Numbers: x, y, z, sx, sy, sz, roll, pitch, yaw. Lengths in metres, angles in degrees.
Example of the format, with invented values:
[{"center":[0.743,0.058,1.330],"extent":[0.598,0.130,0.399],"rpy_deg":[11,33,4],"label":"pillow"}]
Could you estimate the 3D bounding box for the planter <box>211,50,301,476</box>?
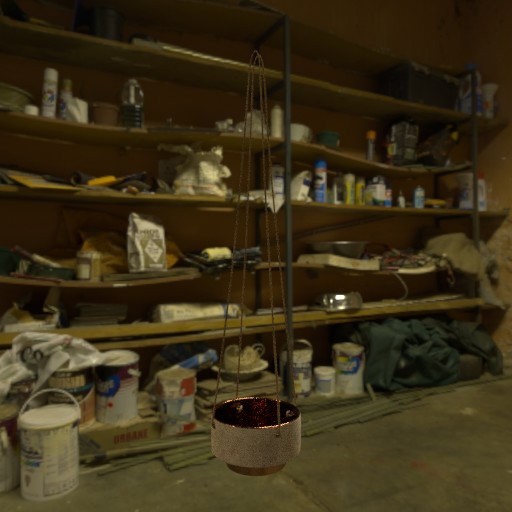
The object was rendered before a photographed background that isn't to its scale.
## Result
[{"center":[0.000,0.000,1.114],"extent":[0.223,1.030,0.223],"rpy_deg":[0,0,18],"label":"planter"}]
